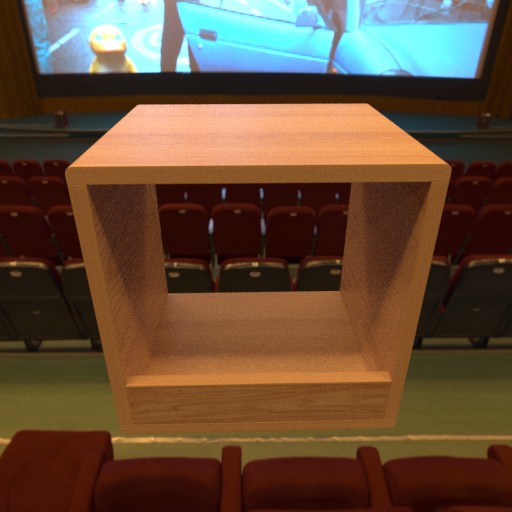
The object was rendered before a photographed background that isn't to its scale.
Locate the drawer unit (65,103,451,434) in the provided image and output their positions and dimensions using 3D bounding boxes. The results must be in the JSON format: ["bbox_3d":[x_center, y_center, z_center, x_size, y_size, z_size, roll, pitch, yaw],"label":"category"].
[{"bbox_3d":[0.000,0.000,0.601,0.344,0.344,0.290,-1,29,-1],"label":"drawer unit"}]
